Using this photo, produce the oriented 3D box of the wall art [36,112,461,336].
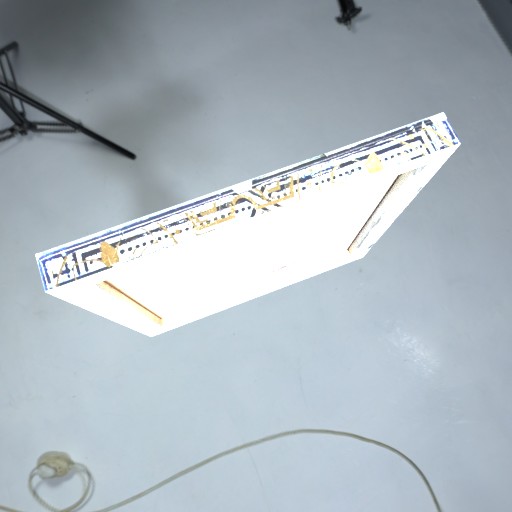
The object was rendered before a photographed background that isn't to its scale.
[{"bbox_3d":[0.000,0.000,0.610,0.411,0.410,0.038,-20,75,-6],"label":"wall art"}]
